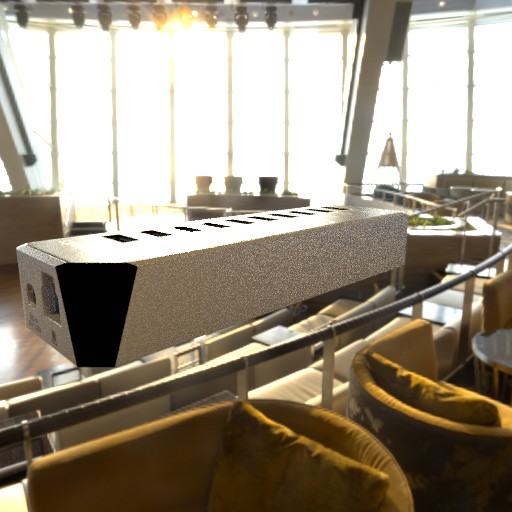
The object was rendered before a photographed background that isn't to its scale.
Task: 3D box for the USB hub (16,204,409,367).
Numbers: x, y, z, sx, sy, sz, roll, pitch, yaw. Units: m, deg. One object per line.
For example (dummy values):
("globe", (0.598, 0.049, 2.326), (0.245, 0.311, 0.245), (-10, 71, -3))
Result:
("USB hub", (0.000, 0.000, 0.158), (0.145, 0.023, 0.044), (-12, 18, -43))
